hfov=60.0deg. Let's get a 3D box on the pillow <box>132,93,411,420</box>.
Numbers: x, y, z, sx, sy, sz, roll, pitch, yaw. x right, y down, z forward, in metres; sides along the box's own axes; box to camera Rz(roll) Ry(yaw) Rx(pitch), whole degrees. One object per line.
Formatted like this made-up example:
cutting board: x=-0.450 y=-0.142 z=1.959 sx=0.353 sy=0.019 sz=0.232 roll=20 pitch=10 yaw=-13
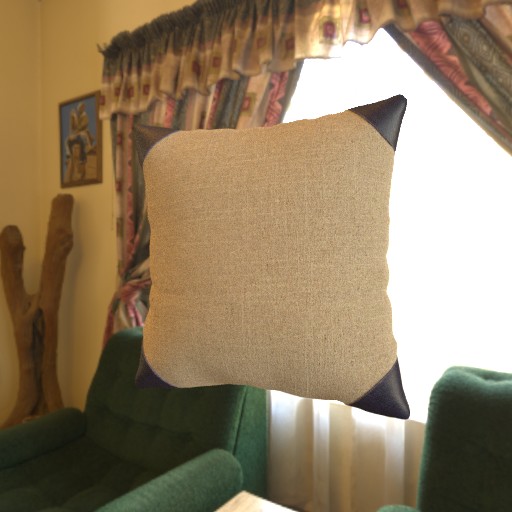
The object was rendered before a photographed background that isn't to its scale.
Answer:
pillow: x=0.000 y=0.000 z=0.665 sx=0.440 sy=0.441 sz=0.147 roll=0 pitch=1 yaw=18
